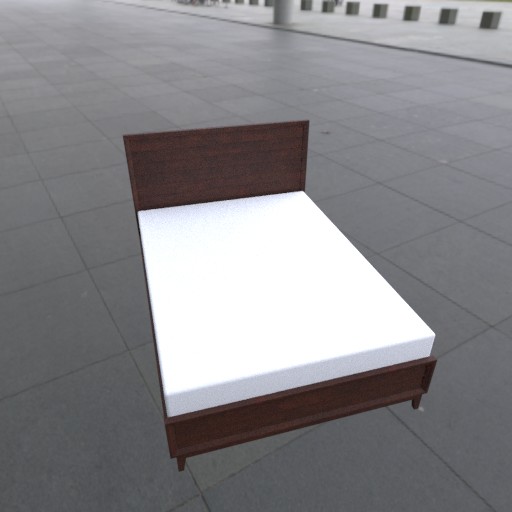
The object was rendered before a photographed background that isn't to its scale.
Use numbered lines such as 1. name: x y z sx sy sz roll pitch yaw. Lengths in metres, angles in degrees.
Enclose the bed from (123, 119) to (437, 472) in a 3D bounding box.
1. bed: 0.000 0.000 3.210 1.600 1.270 2.184 -9 33 -14
